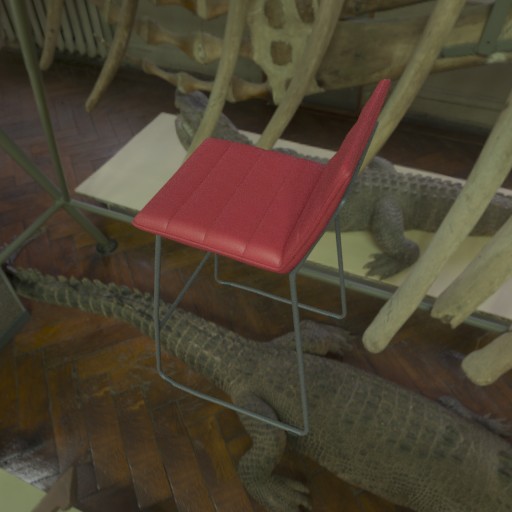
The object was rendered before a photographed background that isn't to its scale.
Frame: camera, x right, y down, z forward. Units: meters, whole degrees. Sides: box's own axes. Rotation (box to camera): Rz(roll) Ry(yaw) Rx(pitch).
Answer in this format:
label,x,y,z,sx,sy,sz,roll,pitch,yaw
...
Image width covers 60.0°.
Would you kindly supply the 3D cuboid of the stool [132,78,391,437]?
label,x,y,z,sx,sy,sz,roll,pitch,yaw
stool,0.000,0.000,1.226,0.524,0.937,0.489,16,48,15
